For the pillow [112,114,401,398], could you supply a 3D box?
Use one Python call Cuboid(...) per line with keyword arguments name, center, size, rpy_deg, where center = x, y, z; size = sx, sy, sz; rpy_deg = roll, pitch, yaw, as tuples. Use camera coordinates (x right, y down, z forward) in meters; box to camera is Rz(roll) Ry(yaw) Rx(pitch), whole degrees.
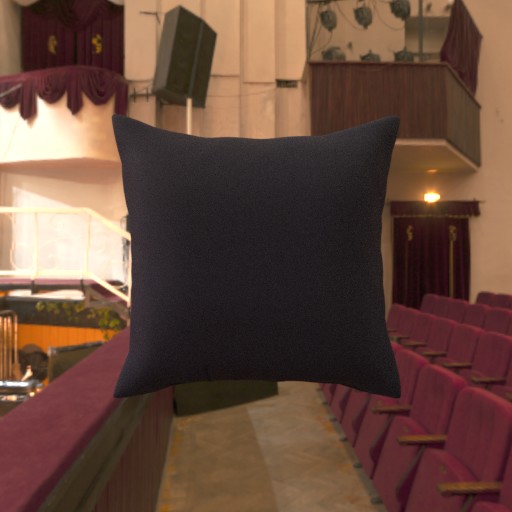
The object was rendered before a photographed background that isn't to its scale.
Cuboid(name="pillow", center=(0.000, 0.000, 0.772), size=(0.504, 0.494, 0.188), rpy_deg=(0, -1, 0))
